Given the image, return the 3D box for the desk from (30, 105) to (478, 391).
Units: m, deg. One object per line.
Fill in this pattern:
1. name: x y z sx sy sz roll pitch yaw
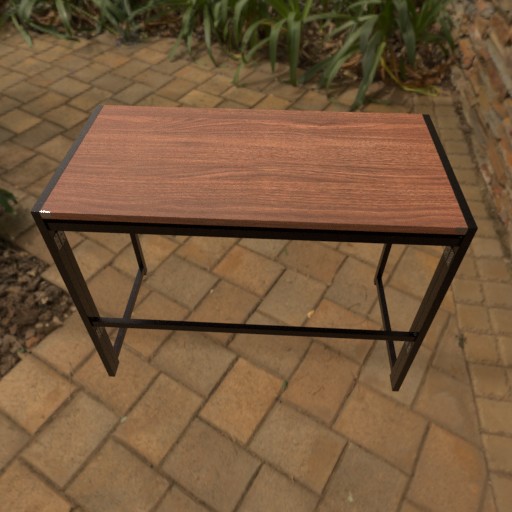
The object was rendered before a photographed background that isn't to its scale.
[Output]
1. desk: 0.000 0.000 1.448 1.016 0.762 0.508 2 46 2
